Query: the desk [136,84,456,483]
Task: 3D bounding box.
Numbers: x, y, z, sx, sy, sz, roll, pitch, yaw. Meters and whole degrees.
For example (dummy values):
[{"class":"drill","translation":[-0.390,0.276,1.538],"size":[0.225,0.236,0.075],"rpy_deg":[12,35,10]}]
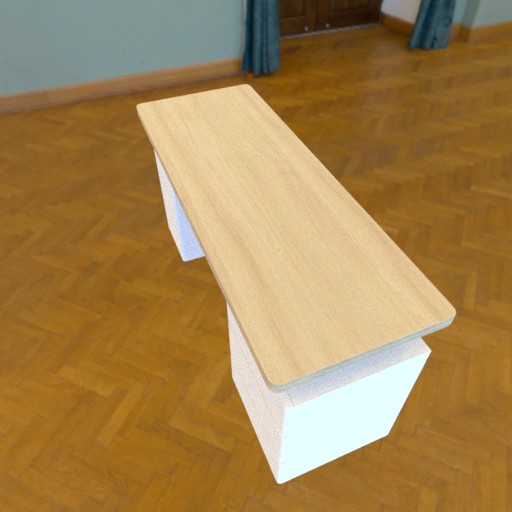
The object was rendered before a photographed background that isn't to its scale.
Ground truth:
[{"class":"desk","translation":[0.000,0.000,1.856],"size":[0.550,0.755,1.500],"rpy_deg":[-17,48,-16]}]
